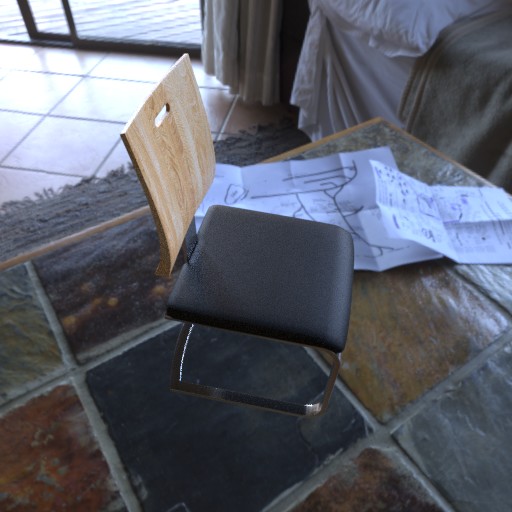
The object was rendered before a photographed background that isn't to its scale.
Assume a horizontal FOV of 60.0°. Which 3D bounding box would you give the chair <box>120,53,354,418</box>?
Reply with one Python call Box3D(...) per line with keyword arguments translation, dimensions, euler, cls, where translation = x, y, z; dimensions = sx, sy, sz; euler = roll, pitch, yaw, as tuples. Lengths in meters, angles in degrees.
Box3D(translation=(0.000, 0.000, 1.247), dimensions=(0.560, 0.936, 0.462), euler=(9, 46, 8), cls="chair")
